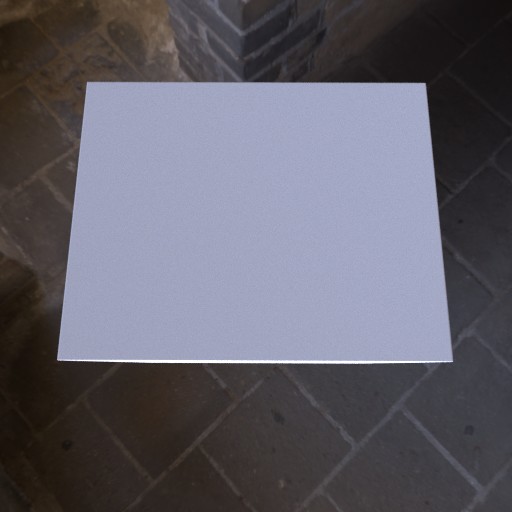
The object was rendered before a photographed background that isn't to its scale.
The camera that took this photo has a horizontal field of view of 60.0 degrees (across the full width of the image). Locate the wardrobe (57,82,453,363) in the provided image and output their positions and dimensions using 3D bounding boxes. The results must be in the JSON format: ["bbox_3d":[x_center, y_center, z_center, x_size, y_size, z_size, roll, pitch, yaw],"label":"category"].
[{"bbox_3d":[0.000,0.000,0.858,0.500,0.520,0.400,0,76,0],"label":"wardrobe"}]
